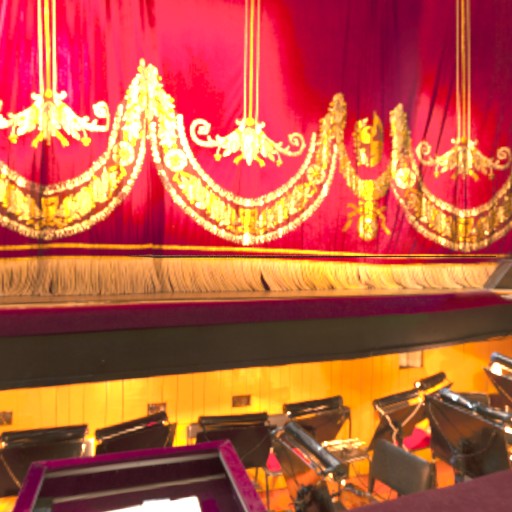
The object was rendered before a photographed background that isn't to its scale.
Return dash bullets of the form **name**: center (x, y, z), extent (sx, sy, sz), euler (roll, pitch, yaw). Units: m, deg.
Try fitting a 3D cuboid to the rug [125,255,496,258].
- **rug**: center (0.000, 0.000, 2.253), extent (1.200, 0.005, 1.819), euler (0, 0, -19)
